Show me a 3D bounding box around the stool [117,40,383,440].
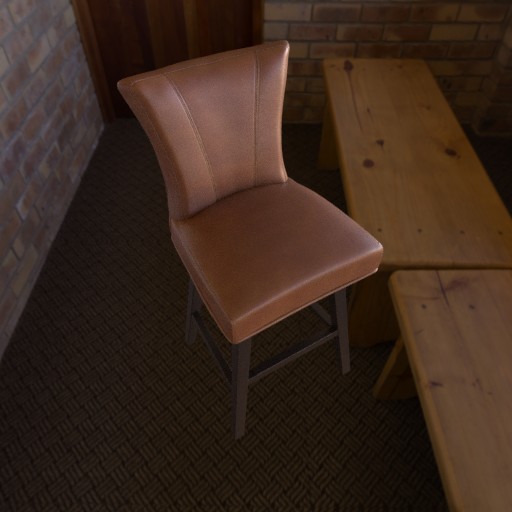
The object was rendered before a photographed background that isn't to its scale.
[{"bbox_3d":[0.000,0.000,1.426,0.522,1.094,0.585,-24,51,-21],"label":"stool"}]
